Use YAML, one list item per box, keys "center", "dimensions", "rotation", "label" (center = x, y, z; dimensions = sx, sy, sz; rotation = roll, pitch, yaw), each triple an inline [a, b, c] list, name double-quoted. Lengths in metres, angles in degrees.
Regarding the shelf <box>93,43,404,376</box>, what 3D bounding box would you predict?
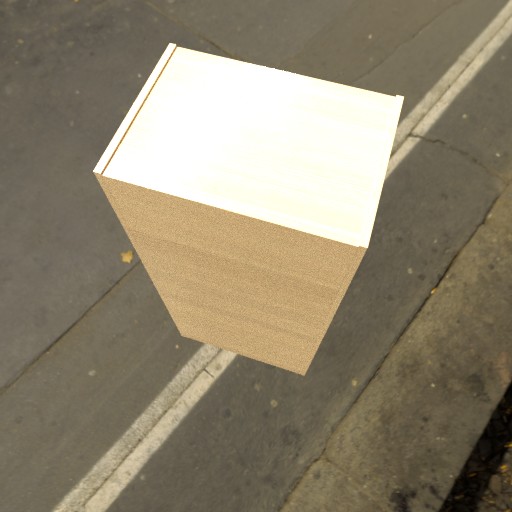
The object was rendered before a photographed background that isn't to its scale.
- center: [0.000, 0.000, 1.085]
  dimensions: [0.417, 0.876, 0.292]
  rotation: [16, 65, 8]
  label: "shelf"
